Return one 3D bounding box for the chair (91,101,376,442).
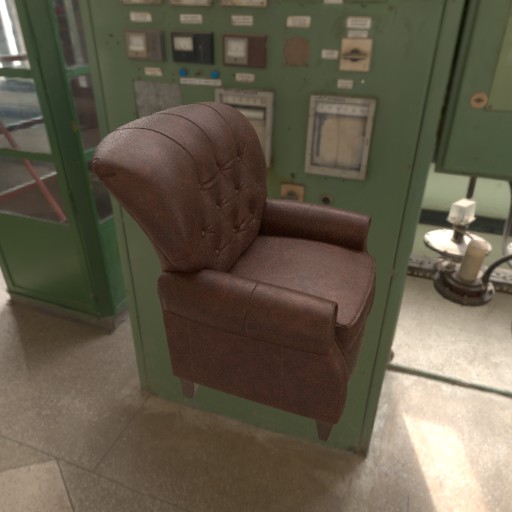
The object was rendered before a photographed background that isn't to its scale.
[{"bbox_3d":[0.000,0.000,1.949,1.031,1.162,0.979,11,32,18],"label":"chair"}]
